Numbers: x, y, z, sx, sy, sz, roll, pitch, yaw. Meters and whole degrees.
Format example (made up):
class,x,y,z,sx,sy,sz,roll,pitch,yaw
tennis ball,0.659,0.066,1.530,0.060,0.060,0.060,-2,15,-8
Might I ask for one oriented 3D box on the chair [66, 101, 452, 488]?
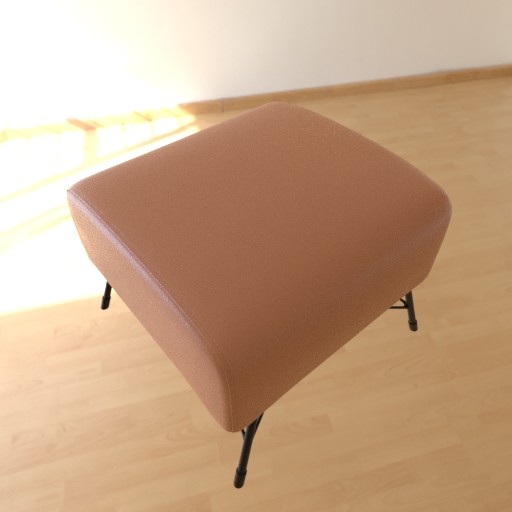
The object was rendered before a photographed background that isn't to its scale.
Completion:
class,x,y,z,sx,sy,sz,roll,pitch,yaw
chair,0.000,0.000,0.888,0.530,0.410,0.530,-31,53,-27
